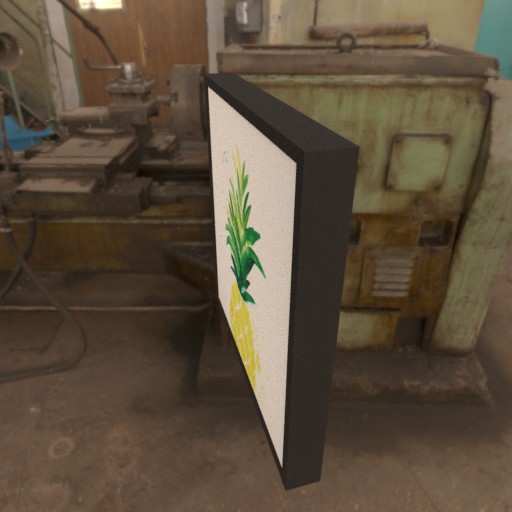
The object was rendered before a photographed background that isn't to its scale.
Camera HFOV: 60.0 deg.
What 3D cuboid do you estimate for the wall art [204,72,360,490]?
[{"bbox_3d":[0.000,0.000,0.446,0.033,0.304,0.305,-8,31,-14],"label":"wall art"}]
